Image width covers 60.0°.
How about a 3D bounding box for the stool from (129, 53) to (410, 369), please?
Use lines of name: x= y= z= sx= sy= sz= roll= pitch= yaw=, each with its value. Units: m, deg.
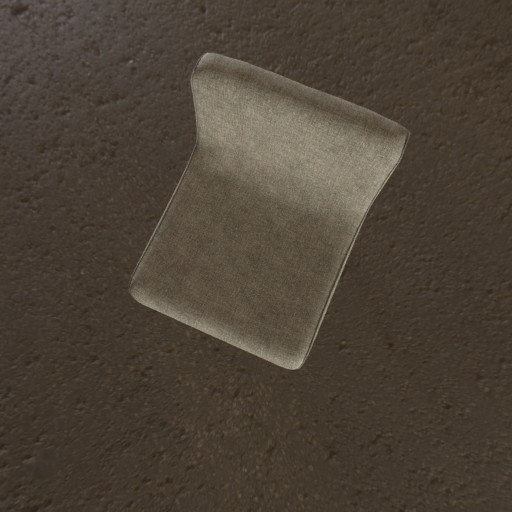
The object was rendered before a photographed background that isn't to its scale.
stool: x=0.000 y=0.000 z=1.239 sx=0.426 sy=0.965 sz=0.499 roll=23 pitch=78 yaw=5
